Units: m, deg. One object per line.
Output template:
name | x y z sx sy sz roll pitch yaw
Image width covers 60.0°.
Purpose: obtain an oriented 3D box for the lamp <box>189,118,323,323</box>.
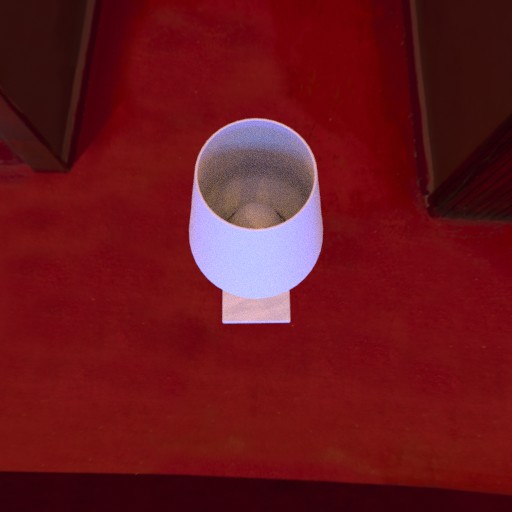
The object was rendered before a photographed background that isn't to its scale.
lamp | 0.000 0.000 0.728 0.181 0.639 0.181 -1 76 0
